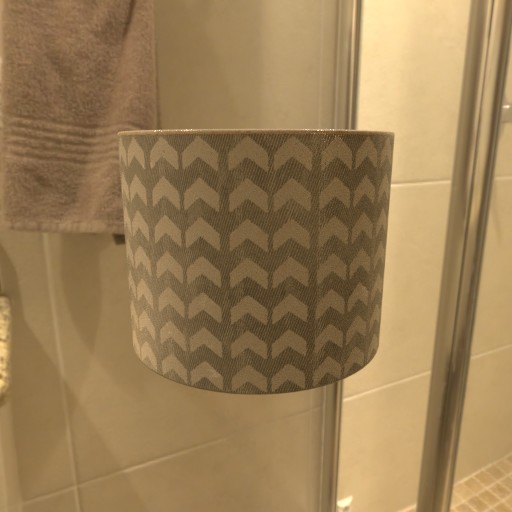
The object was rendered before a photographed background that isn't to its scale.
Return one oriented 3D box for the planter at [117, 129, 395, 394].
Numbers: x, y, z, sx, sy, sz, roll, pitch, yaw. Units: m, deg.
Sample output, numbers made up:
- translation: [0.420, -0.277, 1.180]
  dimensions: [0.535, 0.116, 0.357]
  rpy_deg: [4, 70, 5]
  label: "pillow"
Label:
- translation: [0.000, 0.000, 0.446]
  dimensions: [0.250, 0.239, 0.250]
  rpy_deg: [0, 14, 0]
  label: "planter"
